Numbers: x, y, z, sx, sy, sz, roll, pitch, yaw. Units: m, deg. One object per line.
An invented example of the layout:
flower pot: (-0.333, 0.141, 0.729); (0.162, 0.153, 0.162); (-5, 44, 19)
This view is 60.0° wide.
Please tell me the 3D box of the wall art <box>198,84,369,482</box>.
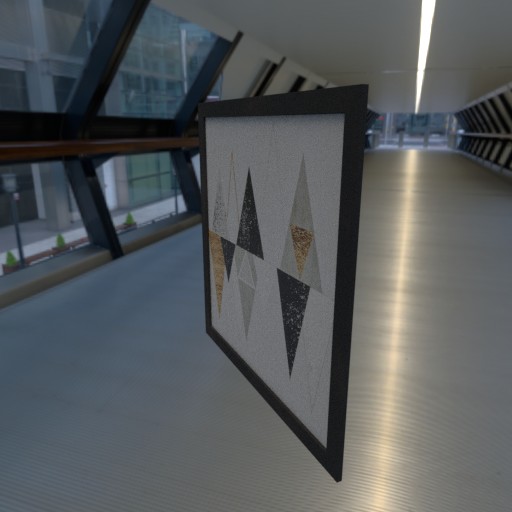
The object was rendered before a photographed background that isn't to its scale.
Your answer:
wall art: (0.000, 0.000, 1.216); (0.013, 0.823, 0.823); (-8, 18, -25)
